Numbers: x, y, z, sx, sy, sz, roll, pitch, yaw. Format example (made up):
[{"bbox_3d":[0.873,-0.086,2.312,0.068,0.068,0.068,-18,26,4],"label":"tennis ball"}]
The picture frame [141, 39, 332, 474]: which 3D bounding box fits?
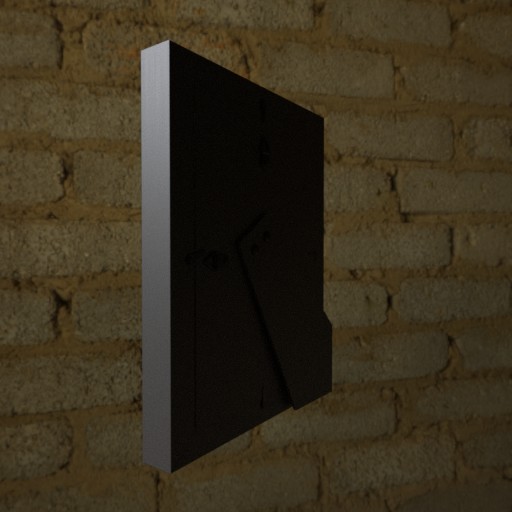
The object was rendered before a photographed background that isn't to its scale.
[{"bbox_3d":[0.000,0.000,0.279,0.028,0.208,0.157,1,1,36],"label":"picture frame"}]
